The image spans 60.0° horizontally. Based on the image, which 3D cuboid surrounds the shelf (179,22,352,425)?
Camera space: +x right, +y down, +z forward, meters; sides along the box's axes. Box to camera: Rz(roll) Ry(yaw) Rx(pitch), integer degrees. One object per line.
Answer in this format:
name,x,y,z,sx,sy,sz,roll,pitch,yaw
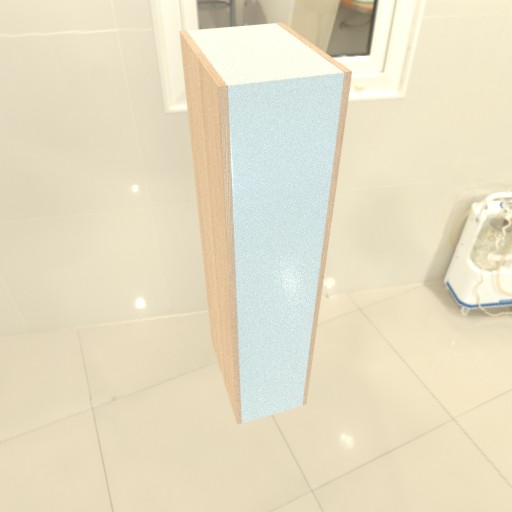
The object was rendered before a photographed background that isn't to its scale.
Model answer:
shelf,0.000,0.000,1.002,0.197,0.882,0.290,-12,42,-13
